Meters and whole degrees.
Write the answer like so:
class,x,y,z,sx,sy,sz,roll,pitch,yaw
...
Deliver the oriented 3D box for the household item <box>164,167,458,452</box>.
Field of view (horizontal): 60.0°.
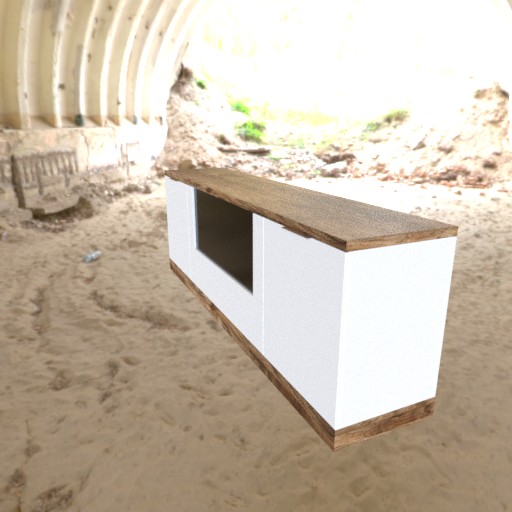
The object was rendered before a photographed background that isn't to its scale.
class,x,y,z,sx,sy,sz,roll,pitch,yaw
household item,0.000,0.000,2.011,0.390,0.615,1.800,-8,19,-24
